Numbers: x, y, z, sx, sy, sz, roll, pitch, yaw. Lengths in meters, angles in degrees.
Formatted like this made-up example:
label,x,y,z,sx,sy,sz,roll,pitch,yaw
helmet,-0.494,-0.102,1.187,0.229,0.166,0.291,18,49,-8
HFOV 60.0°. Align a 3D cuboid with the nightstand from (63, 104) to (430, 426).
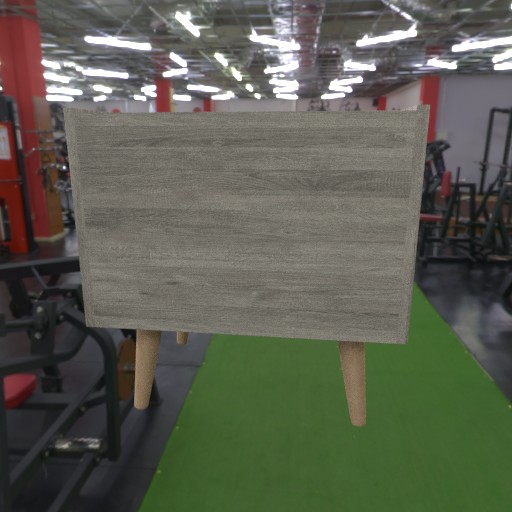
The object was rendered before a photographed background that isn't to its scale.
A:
label,x,y,z,sx,sy,sz,roll,pitch,yaw
nightstand,0.000,0.000,0.819,0.480,0.500,0.380,2,15,7
